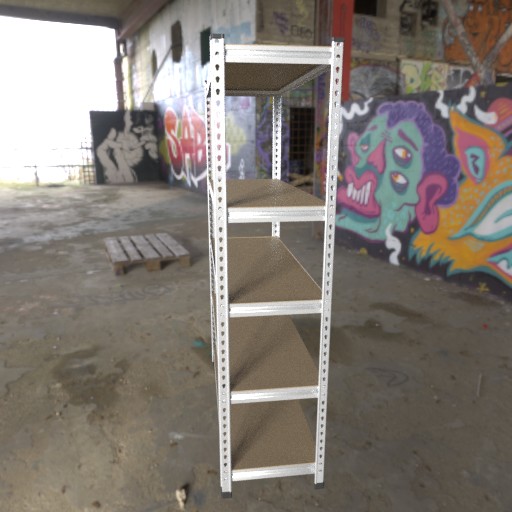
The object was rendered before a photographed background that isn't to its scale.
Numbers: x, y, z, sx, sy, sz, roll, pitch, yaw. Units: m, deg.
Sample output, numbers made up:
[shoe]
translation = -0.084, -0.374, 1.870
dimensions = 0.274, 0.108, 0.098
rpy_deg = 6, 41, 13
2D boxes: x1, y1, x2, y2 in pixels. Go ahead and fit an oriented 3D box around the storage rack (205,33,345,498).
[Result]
[storage rack]
translation = 0.000, 0.000, 2.287
dimensions = 0.457, 1.829, 1.219
rpy_deg = -2, 15, -7
